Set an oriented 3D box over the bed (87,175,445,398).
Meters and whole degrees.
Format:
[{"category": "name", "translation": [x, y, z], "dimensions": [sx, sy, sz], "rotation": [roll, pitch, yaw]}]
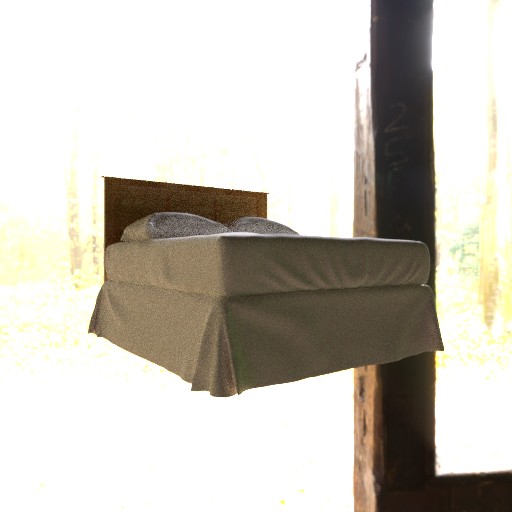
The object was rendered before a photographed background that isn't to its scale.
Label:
[{"category": "bed", "translation": [0.000, 0.000, 3.198], "dimensions": [1.870, 1.273, 2.035], "rotation": [0, 0, -35]}]
